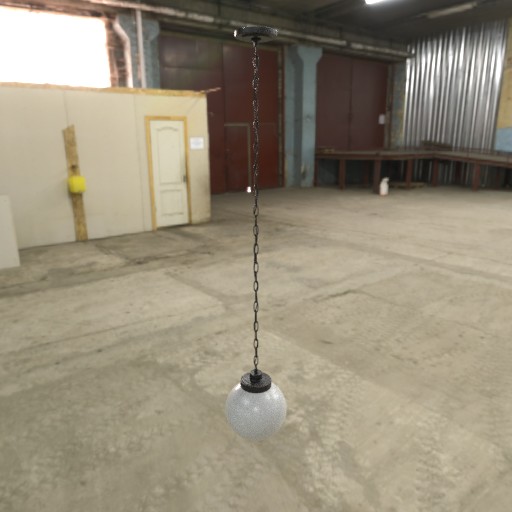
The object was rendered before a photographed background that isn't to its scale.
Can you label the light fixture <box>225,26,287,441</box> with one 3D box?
[{"bbox_3d":[0.000,0.000,2.018,0.304,1.867,0.305,-2,14,-9],"label":"light fixture"}]
